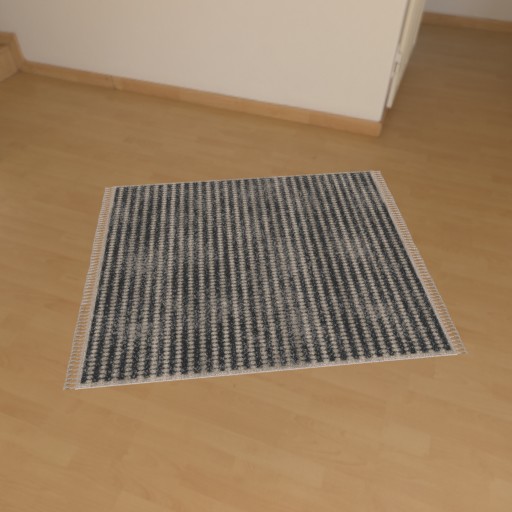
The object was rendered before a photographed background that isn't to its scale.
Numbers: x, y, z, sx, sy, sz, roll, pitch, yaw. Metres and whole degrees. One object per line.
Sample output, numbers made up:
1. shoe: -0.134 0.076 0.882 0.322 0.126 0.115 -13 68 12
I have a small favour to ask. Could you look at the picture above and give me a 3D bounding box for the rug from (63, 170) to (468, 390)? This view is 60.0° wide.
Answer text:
1. rug: 0.000 0.000 3.919 2.910 0.013 2.256 -4 47 -4
